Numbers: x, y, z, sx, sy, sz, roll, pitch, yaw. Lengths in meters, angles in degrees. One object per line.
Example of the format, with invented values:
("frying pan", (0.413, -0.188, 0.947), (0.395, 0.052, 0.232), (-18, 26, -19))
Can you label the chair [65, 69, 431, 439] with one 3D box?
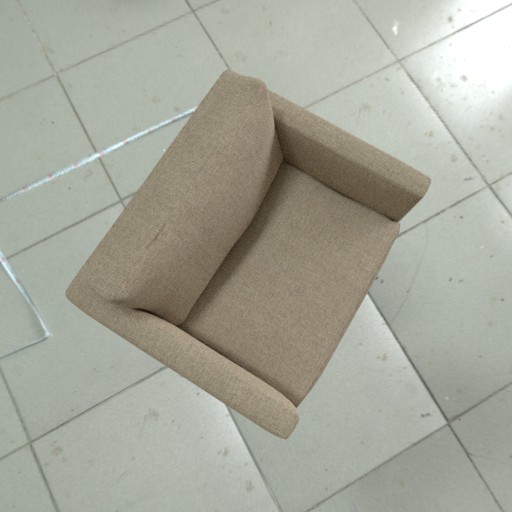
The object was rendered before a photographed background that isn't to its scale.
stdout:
("chair", (0.000, 0.000, 1.878), (0.959, 0.987, 1.107), (31, 78, 7))
